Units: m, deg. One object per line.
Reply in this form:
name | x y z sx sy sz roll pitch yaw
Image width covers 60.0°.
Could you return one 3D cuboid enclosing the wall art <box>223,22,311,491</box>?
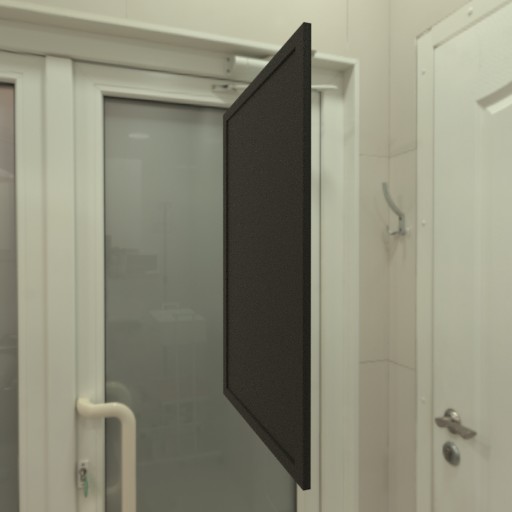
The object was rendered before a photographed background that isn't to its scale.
wall art | 0.000 0.000 0.840 0.012 0.661 0.451 0 1 -19
